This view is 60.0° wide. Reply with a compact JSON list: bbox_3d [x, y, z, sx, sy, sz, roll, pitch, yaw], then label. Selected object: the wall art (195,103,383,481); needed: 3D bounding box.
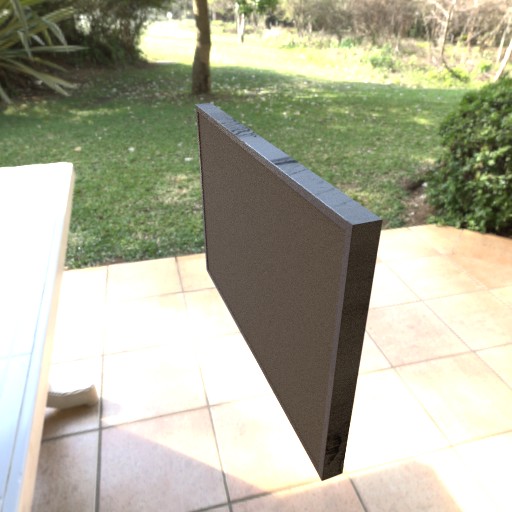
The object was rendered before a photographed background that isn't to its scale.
[{"bbox_3d":[0.000,0.000,0.784,0.035,0.407,0.613,-11,32,-18],"label":"wall art"}]
